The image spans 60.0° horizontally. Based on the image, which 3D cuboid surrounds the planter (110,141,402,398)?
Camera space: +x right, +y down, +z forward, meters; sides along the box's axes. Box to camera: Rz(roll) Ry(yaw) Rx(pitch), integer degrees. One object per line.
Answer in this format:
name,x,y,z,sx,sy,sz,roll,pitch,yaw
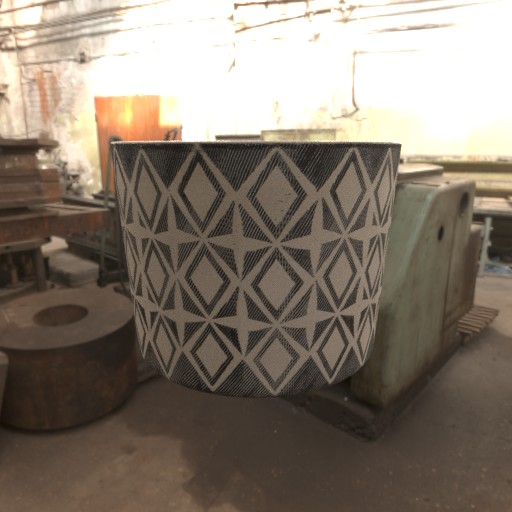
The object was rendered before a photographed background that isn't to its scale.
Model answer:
planter,0.000,0.000,0.441,0.260,0.220,0.260,0,14,0
